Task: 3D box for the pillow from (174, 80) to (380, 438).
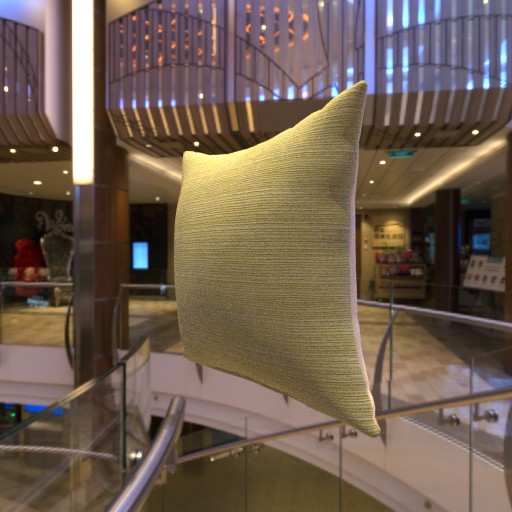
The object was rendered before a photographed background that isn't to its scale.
[{"bbox_3d":[0.000,0.000,0.814,0.229,0.487,0.560,0,1,-36],"label":"pillow"}]
